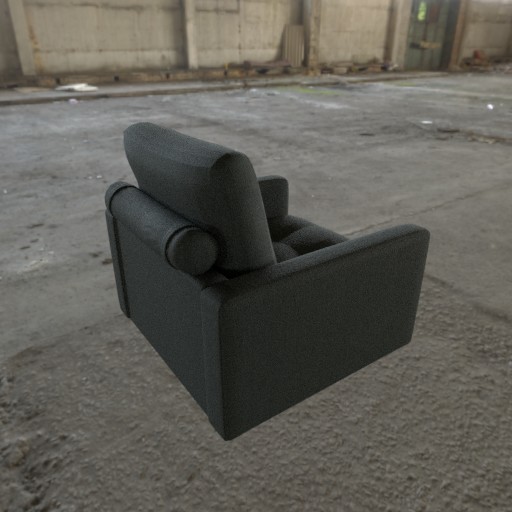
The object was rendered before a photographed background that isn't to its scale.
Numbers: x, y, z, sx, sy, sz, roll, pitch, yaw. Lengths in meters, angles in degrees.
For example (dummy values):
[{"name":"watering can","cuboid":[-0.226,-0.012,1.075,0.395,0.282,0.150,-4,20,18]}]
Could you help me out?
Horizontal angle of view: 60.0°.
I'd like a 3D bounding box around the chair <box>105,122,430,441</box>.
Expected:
[{"name":"chair","cuboid":[0.000,0.000,1.542,0.843,0.880,0.821,-17,30,-31]}]
